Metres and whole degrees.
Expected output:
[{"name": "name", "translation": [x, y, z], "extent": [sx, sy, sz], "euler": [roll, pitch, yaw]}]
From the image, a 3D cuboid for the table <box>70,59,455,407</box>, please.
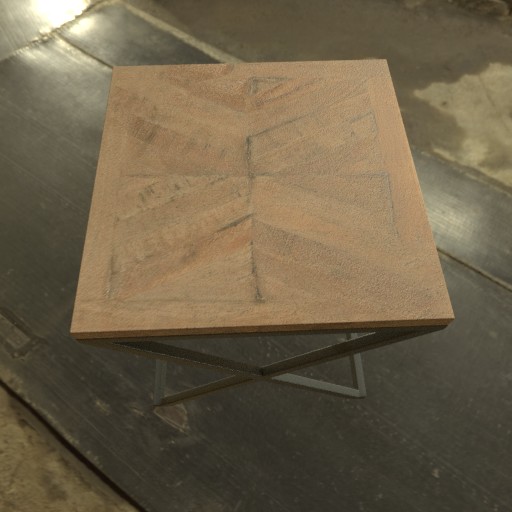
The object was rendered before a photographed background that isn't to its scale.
[{"name": "table", "translation": [0.000, 0.000, 0.923], "extent": [0.498, 0.550, 0.499], "euler": [-2, 62, -1]}]
